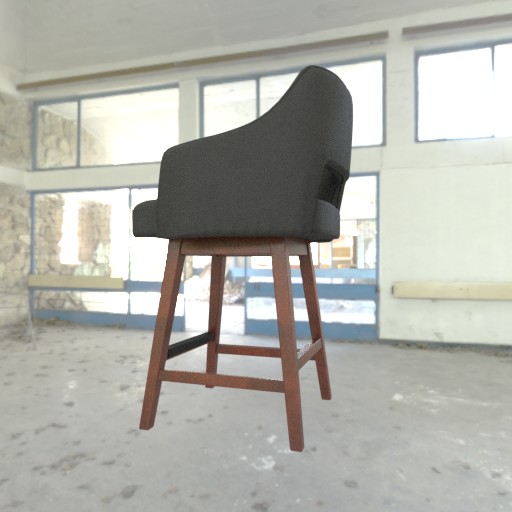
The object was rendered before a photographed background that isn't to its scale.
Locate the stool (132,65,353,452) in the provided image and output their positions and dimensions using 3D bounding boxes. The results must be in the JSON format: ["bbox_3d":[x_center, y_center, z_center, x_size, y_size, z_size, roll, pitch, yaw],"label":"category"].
[{"bbox_3d":[0.000,0.000,1.289,0.558,0.912,0.548,0,-1,19],"label":"stool"}]
